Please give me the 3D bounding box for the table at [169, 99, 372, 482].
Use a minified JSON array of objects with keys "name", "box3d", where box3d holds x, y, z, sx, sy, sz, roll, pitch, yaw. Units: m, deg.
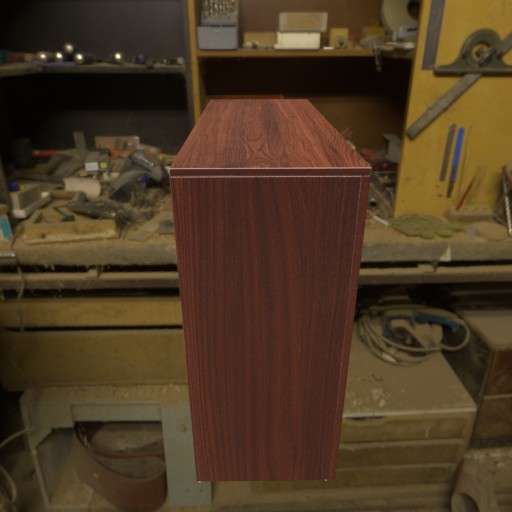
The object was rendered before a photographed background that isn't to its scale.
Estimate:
[{"name":"table","box3d":[0.000,0.000,1.342,0.380,0.790,0.930,0,26,-1]}]
